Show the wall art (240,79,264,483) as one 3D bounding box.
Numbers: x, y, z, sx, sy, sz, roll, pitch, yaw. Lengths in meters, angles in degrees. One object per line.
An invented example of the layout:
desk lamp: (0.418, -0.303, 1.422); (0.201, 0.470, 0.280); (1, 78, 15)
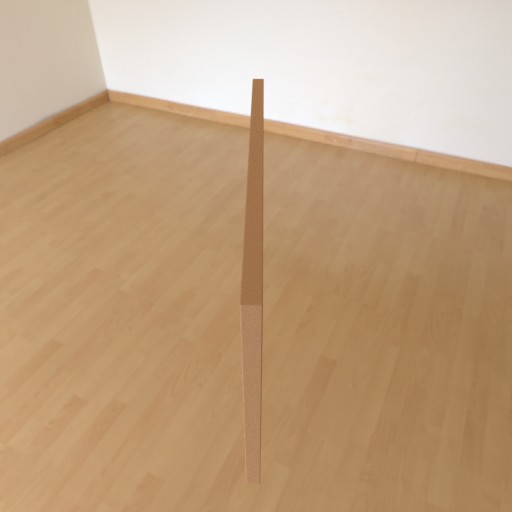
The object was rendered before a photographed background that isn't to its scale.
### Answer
wall art: (0.000, 0.000, 1.178); (0.033, 0.608, 0.915); (1, 41, 1)
